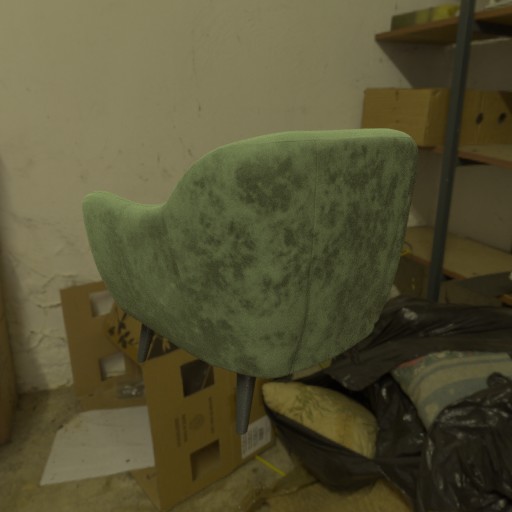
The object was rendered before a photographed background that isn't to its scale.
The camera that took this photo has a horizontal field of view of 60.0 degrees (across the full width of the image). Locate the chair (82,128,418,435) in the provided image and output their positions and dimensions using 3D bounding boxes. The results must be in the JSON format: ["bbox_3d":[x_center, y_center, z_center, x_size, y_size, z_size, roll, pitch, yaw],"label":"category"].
[{"bbox_3d":[0.000,0.000,1.453,0.840,0.804,0.819,-15,22,-42],"label":"chair"}]
